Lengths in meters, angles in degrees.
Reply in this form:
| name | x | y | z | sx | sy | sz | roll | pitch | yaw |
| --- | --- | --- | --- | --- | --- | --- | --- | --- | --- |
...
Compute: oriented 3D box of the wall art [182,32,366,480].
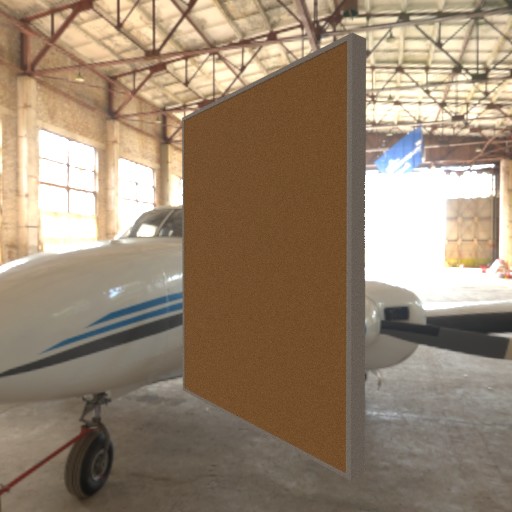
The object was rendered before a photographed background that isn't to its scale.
| name | x | y | z | sx | sy | sz | roll | pitch | yaw |
| --- | --- | --- | --- | --- | --- | --- | --- | --- | --- |
| wall art | 0.000 | 0.000 | 1.015 | 0.055 | 0.763 | 0.611 | -1 | 1 | -37 |
